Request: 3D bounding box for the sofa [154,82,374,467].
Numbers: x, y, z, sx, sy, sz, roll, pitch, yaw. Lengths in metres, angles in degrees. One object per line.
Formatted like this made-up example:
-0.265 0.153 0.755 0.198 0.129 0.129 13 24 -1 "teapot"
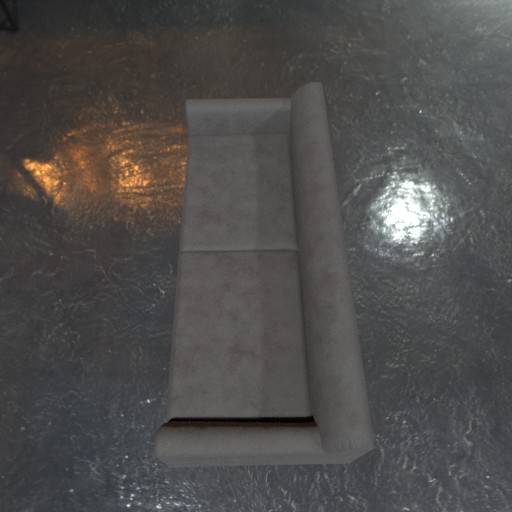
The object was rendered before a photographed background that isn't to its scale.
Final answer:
0.000 0.000 2.580 0.900 0.740 2.190 -1 59 -1 "sofa"
